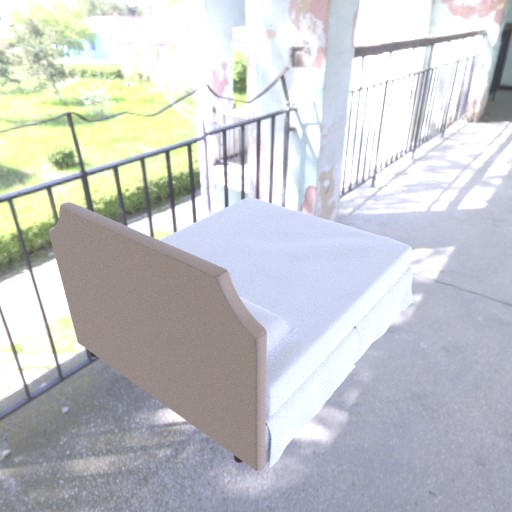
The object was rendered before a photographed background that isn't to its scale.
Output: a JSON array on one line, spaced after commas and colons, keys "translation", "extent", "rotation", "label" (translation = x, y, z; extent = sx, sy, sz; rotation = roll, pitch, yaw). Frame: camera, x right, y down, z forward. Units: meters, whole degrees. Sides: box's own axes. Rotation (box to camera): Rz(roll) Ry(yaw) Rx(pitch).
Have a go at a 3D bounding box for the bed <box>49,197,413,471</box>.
[{"translation": [0.000, 0.000, 4.248], "extent": [2.350, 1.590, 2.773], "rotation": [21, 36, 32], "label": "bed"}]
